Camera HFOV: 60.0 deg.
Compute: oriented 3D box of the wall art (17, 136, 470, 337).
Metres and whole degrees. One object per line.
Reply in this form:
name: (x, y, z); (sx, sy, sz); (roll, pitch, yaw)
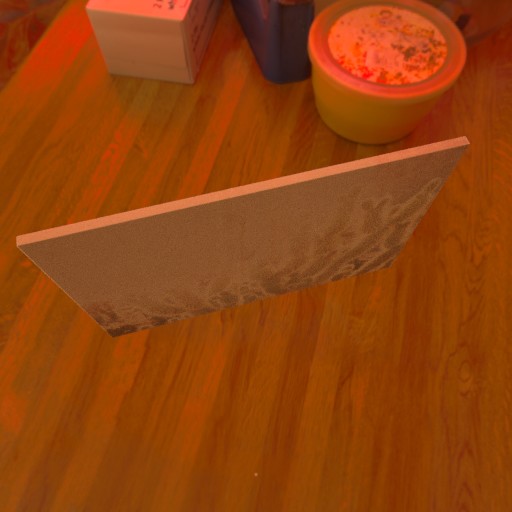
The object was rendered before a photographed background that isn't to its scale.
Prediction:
wall art: (0.000, 0.000, 1.903); (1.525, 1.012, 0.038); (-14, 65, -7)
